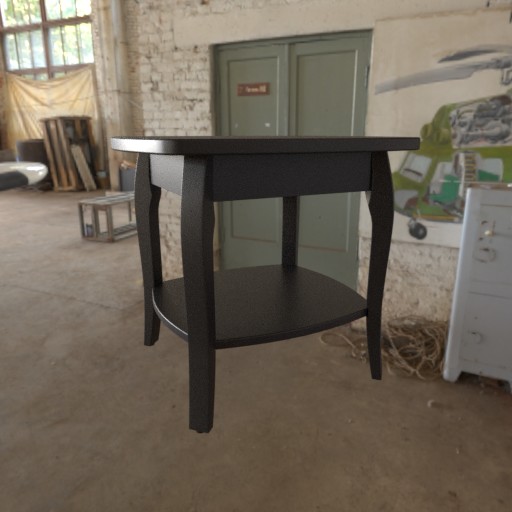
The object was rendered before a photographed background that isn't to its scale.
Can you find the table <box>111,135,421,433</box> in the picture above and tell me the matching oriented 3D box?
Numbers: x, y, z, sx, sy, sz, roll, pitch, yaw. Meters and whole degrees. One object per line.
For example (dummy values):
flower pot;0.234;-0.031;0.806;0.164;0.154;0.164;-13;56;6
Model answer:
table;0.000;0.000;0.880;0.508;0.457;0.457;-8;17;-25
